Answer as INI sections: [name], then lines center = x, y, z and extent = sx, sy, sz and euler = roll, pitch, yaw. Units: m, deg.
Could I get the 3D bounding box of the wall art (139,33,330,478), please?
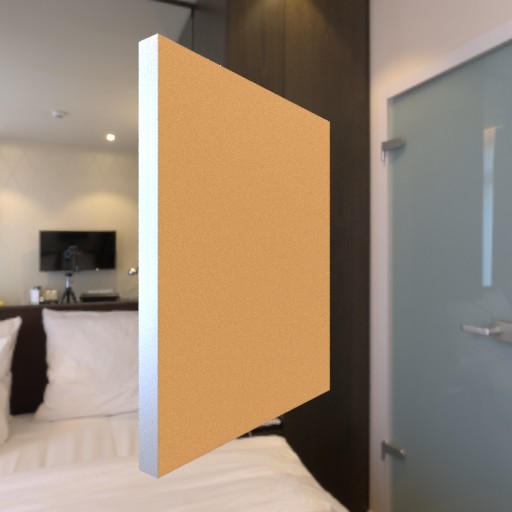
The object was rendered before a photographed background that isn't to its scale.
[wall art]
center = 0.000, 0.000, 0.739
extent = 0.038, 0.549, 0.452
euler = 0, 0, 37
